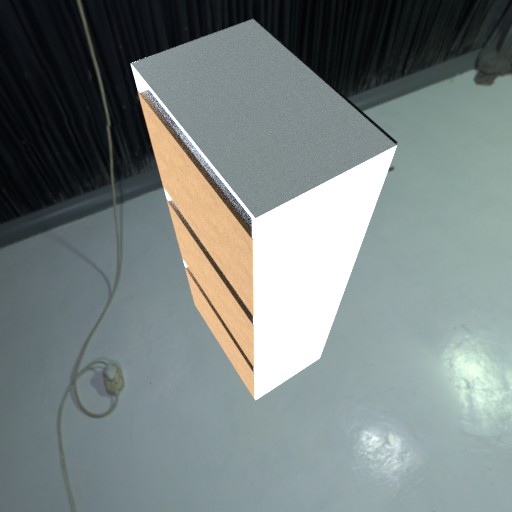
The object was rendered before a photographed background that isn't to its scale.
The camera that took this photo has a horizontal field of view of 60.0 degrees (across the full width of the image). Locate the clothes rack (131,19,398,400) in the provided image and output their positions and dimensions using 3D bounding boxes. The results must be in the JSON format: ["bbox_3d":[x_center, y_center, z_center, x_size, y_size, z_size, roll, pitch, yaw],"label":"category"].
[{"bbox_3d":[0.000,0.000,1.401,0.330,1.187,0.500,-29,62,-17],"label":"clothes rack"}]
